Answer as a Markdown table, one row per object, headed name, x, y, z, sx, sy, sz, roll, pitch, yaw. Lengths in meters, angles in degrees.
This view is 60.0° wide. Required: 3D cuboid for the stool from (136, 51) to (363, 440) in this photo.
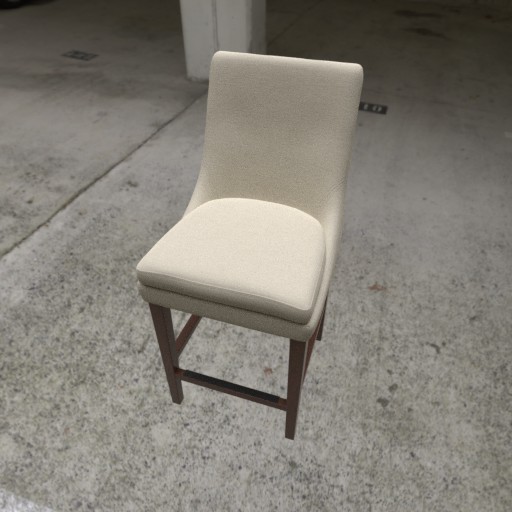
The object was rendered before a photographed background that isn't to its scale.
| name | x | y | z | sx | sy | sz | roll | pitch | yaw |
| --- | --- | --- | --- | --- | --- | --- | --- | --- | --- |
| stool | 0.000 | 0.000 | 1.307 | 0.470 | 0.981 | 0.577 | 12 | 41 | 14 |
